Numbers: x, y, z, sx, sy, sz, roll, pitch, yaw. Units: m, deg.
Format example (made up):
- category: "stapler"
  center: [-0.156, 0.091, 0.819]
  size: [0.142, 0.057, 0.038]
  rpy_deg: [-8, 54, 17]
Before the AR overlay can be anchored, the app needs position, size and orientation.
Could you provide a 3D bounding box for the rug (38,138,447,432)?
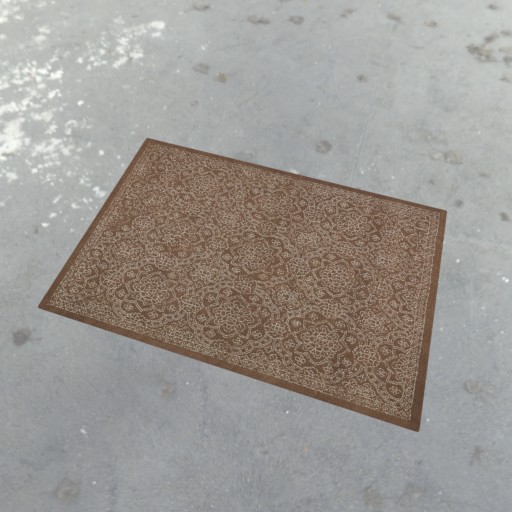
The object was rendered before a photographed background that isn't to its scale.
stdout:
- category: "rug"
  center: [0.000, 0.000, 2.298]
  size: [1.829, 0.010, 1.219]
  rpy_deg: [16, 59, 9]
